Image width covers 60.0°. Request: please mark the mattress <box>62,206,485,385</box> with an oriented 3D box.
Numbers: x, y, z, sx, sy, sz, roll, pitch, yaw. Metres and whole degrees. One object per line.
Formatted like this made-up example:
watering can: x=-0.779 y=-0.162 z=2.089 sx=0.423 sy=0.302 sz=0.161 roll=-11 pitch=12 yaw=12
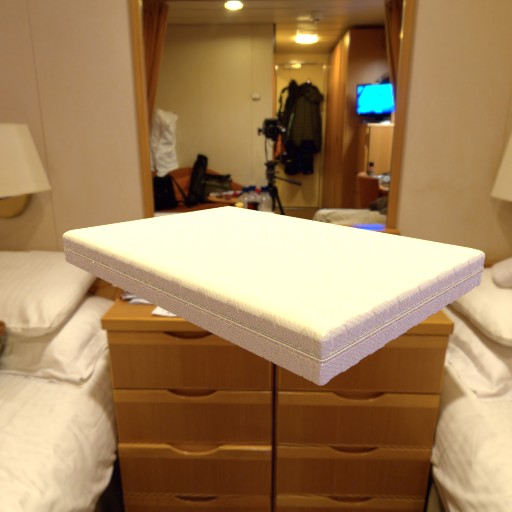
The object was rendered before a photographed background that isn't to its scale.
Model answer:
mattress: x=0.000 y=0.000 z=2.535 sx=1.400 sy=0.200 sz=2.000 roll=-15 pitch=22 yaw=-43
